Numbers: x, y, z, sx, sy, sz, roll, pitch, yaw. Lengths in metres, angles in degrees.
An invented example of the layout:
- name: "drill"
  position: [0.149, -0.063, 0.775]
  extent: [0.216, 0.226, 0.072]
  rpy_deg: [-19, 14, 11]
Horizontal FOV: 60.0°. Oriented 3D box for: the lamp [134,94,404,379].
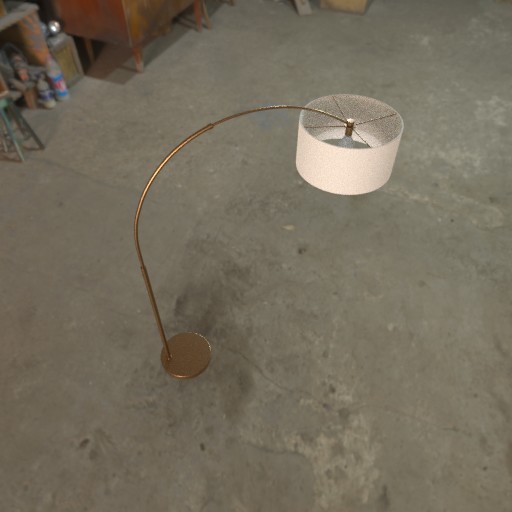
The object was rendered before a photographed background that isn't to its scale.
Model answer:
- name: "lamp"
  position: [0.000, 0.000, 2.666]
  extent: [1.434, 1.927, 0.493]
  rpy_deg: [-11, 49, -10]
